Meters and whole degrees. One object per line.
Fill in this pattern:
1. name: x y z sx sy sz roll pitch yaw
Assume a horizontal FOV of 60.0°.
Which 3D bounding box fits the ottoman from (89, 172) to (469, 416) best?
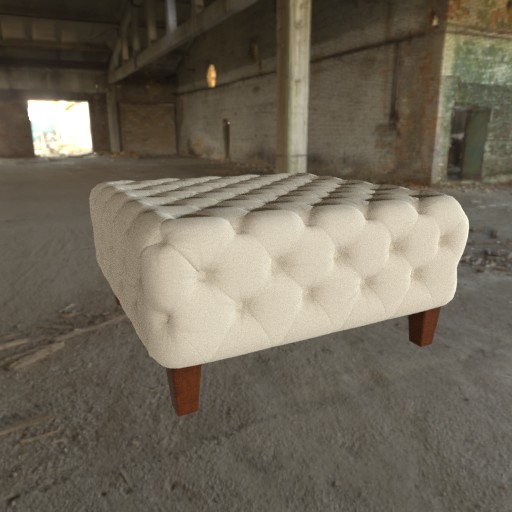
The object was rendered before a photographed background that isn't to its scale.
1. ottoman: 0.000 0.000 1.196 0.755 0.376 0.753 -8 17 -26
